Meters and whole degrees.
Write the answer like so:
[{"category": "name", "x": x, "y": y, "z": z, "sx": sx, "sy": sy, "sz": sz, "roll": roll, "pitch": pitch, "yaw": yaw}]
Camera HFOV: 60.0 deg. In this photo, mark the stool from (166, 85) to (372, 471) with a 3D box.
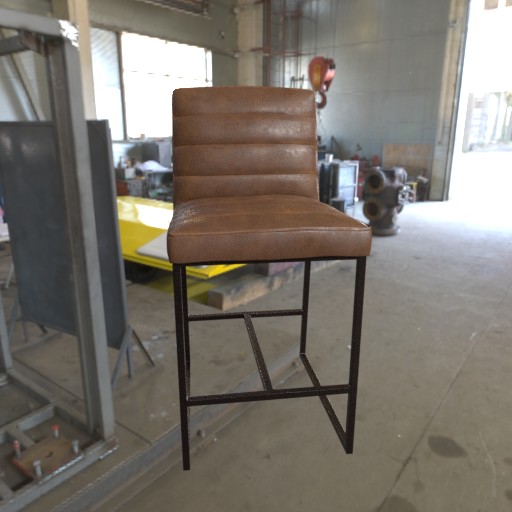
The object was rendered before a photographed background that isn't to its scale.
[{"category": "stool", "x": 0.000, "y": 0.000, "z": 1.246, "sx": 0.463, "sy": 0.942, "sz": 0.562, "roll": -2, "pitch": 16, "yaw": -8}]
